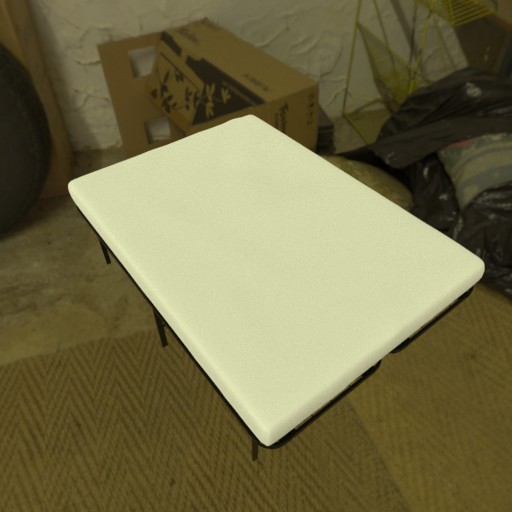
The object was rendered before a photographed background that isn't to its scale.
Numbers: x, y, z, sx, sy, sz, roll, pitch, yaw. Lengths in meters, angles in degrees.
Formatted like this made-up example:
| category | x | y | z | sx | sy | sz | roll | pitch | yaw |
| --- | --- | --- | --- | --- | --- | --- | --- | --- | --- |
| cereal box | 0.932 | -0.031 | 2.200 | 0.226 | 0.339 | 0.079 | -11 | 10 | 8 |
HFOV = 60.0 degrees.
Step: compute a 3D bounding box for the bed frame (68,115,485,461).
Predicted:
| category | x | y | z | sx | sy | sz | roll | pitch | yaw |
| --- | --- | --- | --- | --- | --- | --- | --- | --- | --- |
| bed frame | 0.000 | 0.000 | 2.544 | 1.372 | 0.637 | 1.905 | -29 | 52 | -26 |
